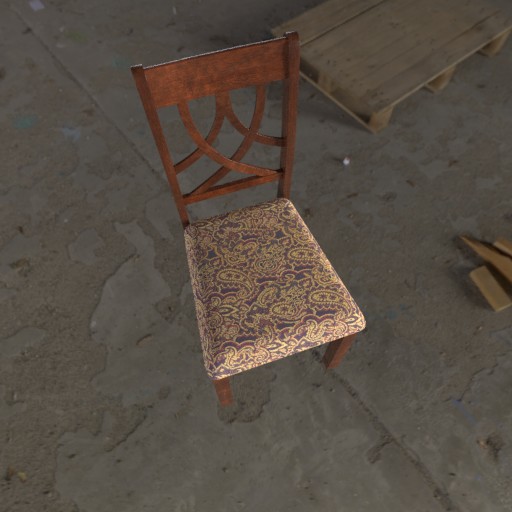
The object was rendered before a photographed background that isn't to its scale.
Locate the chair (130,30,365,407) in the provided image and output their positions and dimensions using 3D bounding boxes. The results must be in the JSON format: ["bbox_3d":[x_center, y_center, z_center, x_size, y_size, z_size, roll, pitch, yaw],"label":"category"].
[{"bbox_3d":[0.000,0.000,1.282,0.457,0.965,0.584,-17,62,-9],"label":"chair"}]
